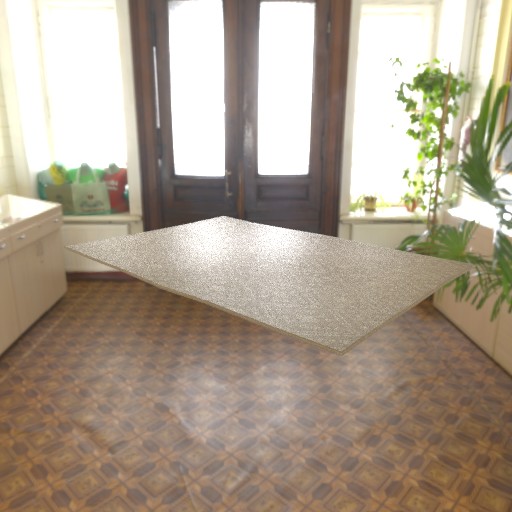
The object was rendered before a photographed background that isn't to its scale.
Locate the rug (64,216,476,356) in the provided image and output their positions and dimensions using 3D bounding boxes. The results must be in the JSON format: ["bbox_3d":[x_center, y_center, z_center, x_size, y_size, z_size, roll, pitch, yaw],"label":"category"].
[{"bbox_3d":[0.000,0.000,2.356,1.829,0.034,1.252,14,21,41],"label":"rug"}]
